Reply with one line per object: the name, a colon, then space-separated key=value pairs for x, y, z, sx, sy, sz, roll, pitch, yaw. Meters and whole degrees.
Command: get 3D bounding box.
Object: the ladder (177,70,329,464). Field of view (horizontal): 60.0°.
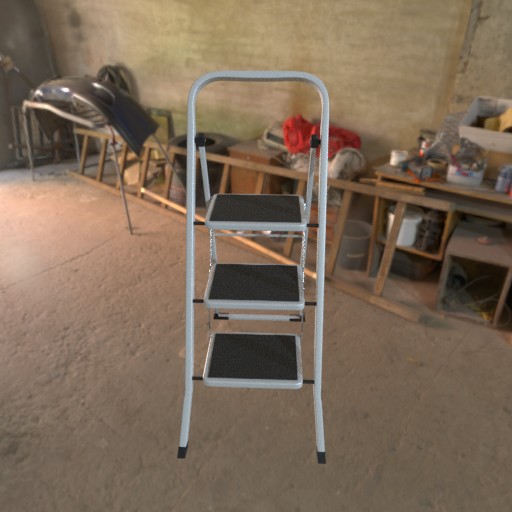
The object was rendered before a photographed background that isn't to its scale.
ladder: x=0.000 y=0.000 z=1.409 sx=0.460 sy=1.050 sz=0.711 roll=1 pitch=30 yaw=2
